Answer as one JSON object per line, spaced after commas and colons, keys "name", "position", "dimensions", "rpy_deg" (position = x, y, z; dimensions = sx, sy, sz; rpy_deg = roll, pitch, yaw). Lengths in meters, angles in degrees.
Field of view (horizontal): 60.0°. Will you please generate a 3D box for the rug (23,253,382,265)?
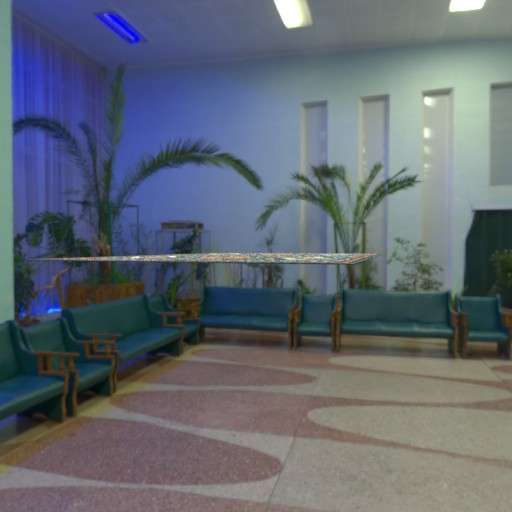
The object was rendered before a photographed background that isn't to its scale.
{"name": "rug", "position": [0.000, 0.000, 4.183], "dimensions": [2.190, 0.008, 3.371], "rpy_deg": [0, 1, 18]}
